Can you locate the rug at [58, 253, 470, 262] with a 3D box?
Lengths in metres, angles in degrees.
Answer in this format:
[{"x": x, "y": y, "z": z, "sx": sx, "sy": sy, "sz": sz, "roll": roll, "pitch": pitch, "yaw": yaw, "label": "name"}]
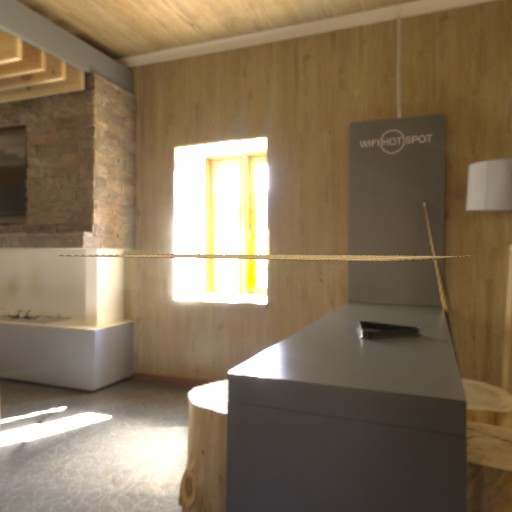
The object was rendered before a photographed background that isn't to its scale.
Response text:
[{"x": 0.000, "y": 0.000, "z": 2.550, "sx": 2.084, "sy": 0.009, "sz": 1.222, "roll": 1, "pitch": 1, "yaw": 36, "label": "rug"}]
